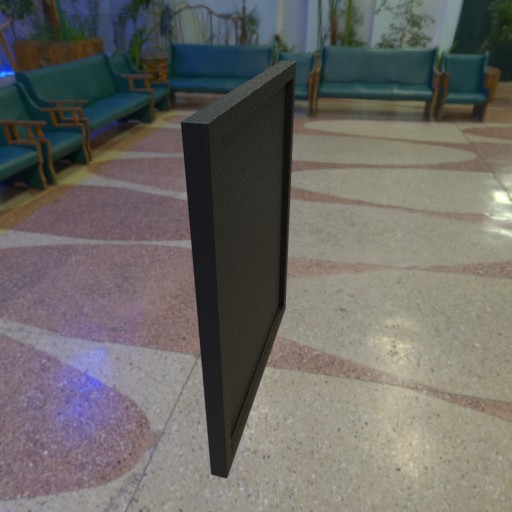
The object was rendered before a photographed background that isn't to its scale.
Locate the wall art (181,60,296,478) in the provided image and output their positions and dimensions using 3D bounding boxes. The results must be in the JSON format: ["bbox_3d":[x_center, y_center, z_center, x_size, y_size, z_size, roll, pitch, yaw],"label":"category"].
[{"bbox_3d":[0.000,0.000,0.754,0.028,0.559,0.457,8,32,13],"label":"wall art"}]
